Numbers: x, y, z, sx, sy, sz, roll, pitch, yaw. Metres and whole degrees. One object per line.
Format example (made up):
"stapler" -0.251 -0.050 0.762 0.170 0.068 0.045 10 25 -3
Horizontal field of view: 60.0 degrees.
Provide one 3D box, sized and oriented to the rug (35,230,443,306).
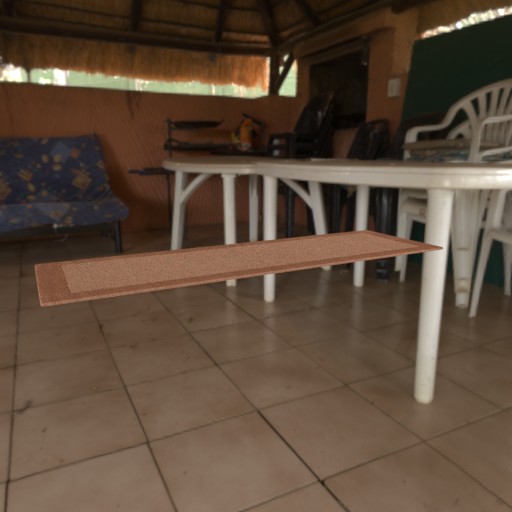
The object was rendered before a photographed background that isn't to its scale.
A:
"rug" 0.000 0.000 2.738 2.439 0.017 0.764 -7 15 -27
